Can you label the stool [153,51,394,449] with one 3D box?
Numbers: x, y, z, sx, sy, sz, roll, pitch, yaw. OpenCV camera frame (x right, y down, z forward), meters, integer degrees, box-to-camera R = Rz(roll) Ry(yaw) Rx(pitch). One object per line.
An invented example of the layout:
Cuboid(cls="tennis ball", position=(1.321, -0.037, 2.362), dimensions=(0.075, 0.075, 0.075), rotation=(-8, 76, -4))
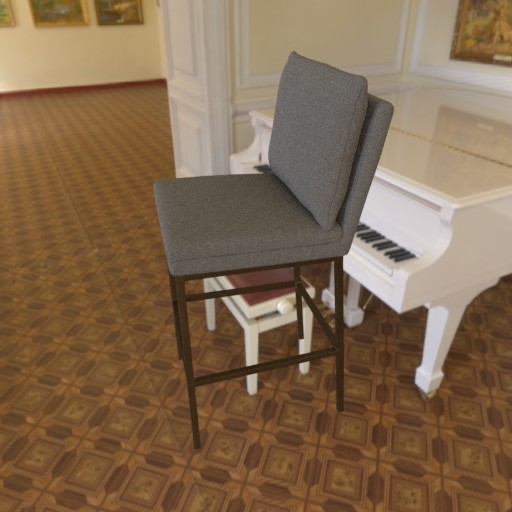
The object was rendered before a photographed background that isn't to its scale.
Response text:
Cuboid(cls="stool", position=(0.000, 0.000, 1.400), dimensions=(0.569, 1.132, 0.463), rotation=(-8, 32, -13))
